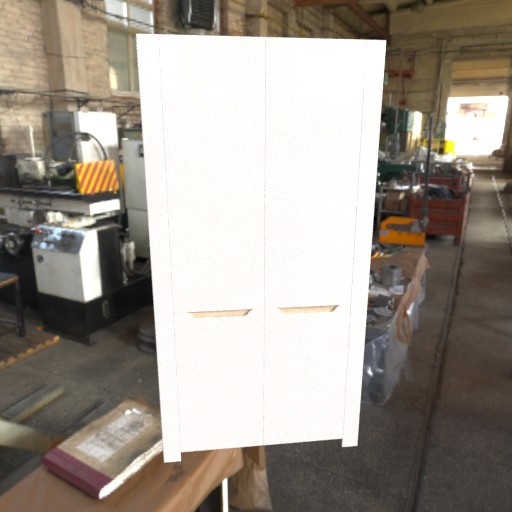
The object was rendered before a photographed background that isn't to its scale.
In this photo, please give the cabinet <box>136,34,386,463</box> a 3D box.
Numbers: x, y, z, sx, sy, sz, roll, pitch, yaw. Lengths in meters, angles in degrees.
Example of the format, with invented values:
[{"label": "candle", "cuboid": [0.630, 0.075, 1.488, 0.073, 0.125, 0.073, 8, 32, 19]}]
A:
[{"label": "cabinet", "cuboid": [0.000, 0.000, 2.251, 0.980, 1.920, 0.580, -2, 16, -7]}]
